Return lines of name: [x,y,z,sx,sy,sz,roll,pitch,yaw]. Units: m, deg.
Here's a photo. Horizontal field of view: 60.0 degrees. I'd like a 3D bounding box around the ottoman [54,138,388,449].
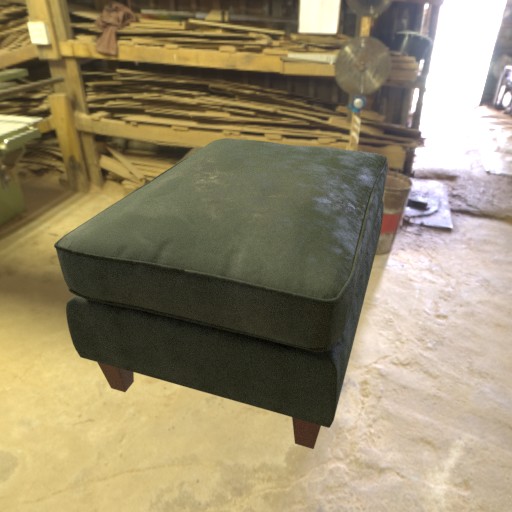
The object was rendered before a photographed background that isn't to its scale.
ottoman: [0.000,0.000,1.261,0.632,0.495,0.864,10,32,17]
